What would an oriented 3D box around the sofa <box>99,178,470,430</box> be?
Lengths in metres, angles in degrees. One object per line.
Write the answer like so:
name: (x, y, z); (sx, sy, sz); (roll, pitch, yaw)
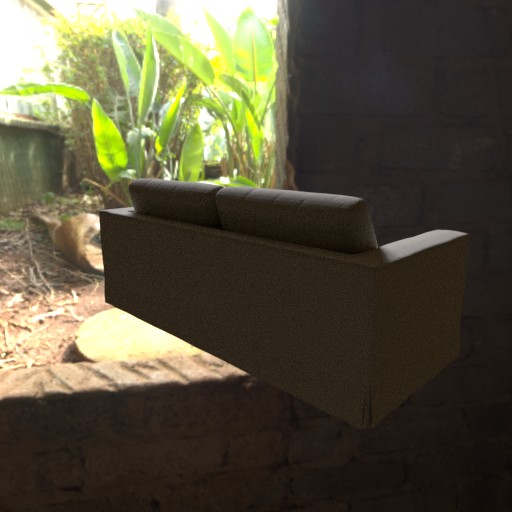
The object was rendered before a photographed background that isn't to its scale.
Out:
sofa: (0.000, 0.000, 2.686); (2.163, 0.881, 0.954); (13, 19, 43)
